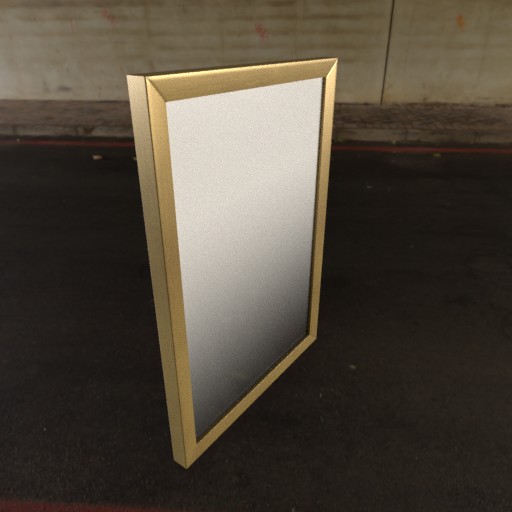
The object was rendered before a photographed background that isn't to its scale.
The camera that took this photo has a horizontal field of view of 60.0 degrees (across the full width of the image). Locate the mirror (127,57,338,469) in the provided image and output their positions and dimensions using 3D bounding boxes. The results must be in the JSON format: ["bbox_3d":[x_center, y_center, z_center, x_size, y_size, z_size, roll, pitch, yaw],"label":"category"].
[{"bbox_3d":[0.000,0.000,0.891,0.040,0.710,0.507,19,32,32],"label":"mirror"}]
